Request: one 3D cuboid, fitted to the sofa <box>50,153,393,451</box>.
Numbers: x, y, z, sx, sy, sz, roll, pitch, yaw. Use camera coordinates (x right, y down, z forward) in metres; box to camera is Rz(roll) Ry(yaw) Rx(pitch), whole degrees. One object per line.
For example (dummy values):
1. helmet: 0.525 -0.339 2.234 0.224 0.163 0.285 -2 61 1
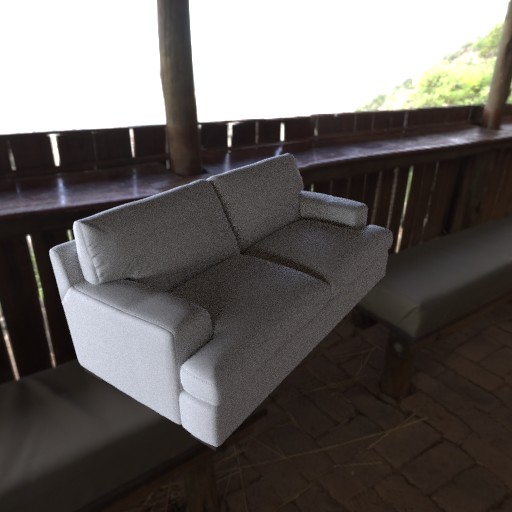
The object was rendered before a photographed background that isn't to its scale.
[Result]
1. sofa: 0.000 0.000 2.940 1.143 0.940 2.261 17 29 32
